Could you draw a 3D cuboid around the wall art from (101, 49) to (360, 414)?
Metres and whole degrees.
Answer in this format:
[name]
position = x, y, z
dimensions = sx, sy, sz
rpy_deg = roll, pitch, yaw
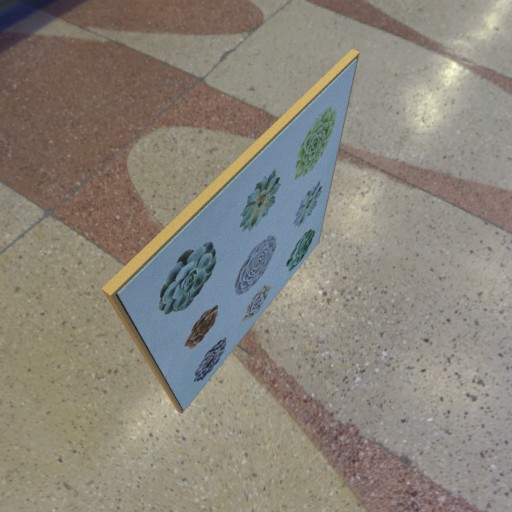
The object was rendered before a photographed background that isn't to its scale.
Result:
[wall art]
position = 0.000, 0.000, 0.691
dimensions = 0.013, 0.455, 0.457
rpy_deg = 32, 63, 19
